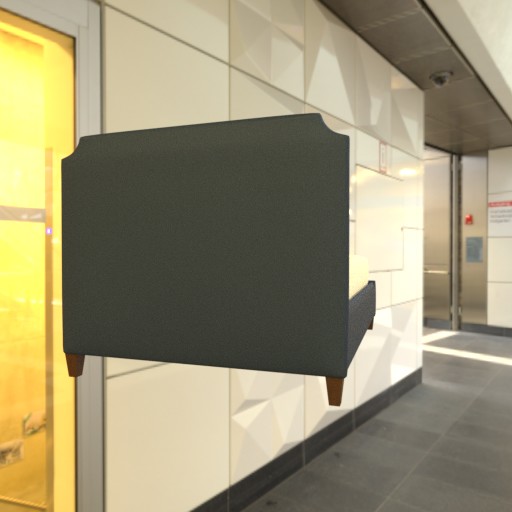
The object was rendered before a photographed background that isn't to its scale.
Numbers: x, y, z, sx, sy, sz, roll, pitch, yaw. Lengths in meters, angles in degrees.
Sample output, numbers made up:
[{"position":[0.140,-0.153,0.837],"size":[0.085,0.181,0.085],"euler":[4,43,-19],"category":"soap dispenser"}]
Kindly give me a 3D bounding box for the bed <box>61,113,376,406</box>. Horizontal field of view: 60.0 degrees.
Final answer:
[{"position":[0.000,0.000,3.482],"size":[1.712,1.443,2.372],"euler":[0,1,19],"category":"bed"}]
